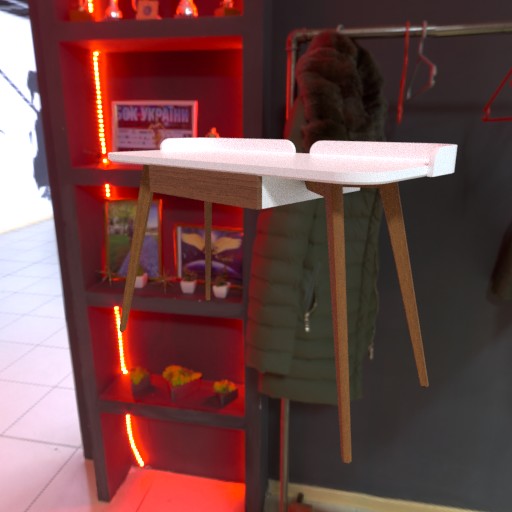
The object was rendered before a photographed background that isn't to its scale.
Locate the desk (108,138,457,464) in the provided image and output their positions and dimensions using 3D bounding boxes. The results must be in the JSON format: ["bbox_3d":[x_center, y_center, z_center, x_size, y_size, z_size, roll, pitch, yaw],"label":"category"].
[{"bbox_3d":[0.000,0.000,1.616,1.206,0.807,0.534,15,22,41],"label":"desk"}]
